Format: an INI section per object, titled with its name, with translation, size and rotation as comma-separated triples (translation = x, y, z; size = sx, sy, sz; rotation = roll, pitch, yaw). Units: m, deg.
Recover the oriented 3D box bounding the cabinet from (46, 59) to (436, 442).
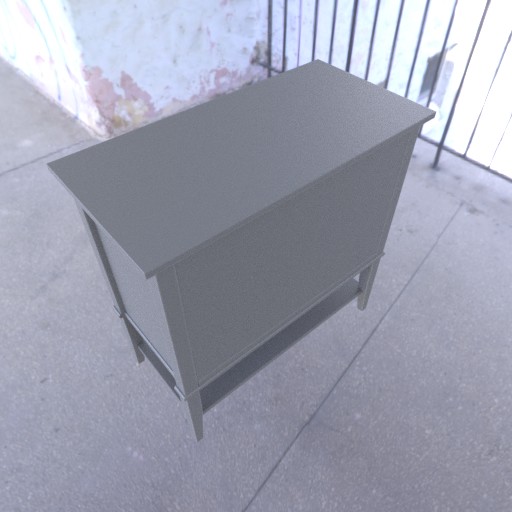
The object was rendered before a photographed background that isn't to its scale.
[cabinet]
translation = 0.000, 0.000, 1.271
size = 0.801, 0.780, 0.396
rotation = -32, 54, -26
